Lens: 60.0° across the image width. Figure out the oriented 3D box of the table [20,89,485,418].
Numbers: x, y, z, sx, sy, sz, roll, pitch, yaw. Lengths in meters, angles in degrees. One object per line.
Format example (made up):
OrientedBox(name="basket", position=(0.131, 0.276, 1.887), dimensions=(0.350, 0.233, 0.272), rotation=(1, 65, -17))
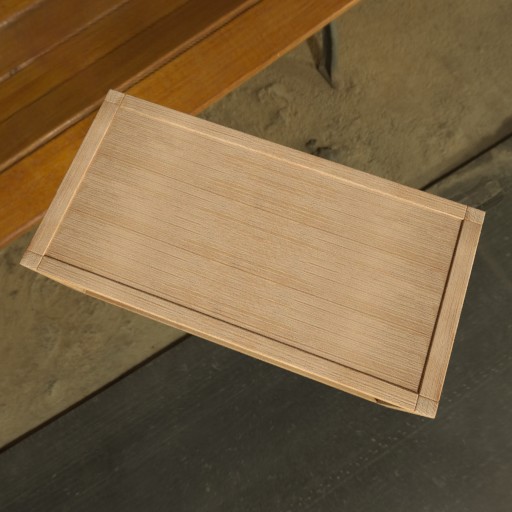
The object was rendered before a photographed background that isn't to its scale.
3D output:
OrientedBox(name="table", position=(0.000, 0.000, 1.601), dimensions=(1.321, 0.457, 0.660), rotation=(19, 76, 5))
